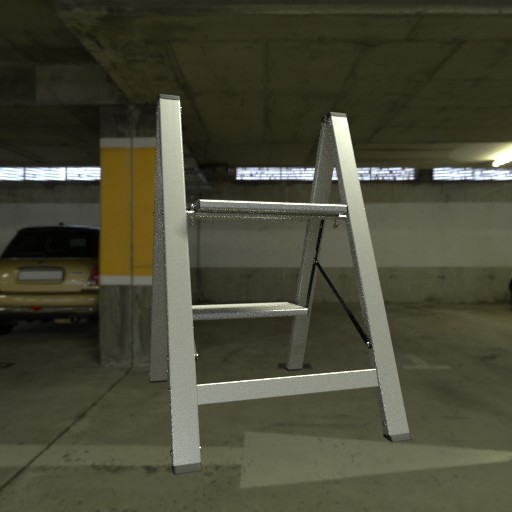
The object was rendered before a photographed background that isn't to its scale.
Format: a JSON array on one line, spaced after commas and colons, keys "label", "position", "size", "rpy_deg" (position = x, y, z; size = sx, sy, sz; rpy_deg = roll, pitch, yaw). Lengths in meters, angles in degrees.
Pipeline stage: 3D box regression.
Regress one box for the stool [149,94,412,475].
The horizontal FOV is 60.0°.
[{"label": "stool", "position": [0.000, 0.000, 0.999], "size": [0.440, 0.670, 0.535], "rpy_deg": [0, 0, -17]}]
